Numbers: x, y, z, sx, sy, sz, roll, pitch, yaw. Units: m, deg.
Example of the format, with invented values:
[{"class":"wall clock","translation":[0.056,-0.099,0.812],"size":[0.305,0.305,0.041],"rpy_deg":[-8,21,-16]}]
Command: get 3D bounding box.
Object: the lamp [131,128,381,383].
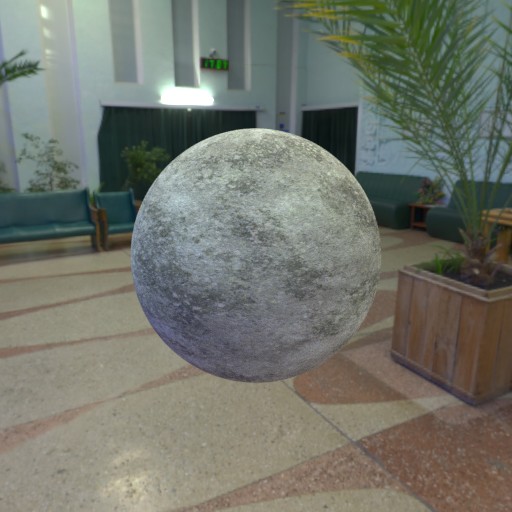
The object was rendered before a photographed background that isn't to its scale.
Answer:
[{"class":"lamp","translation":[0.000,0.000,0.775],"size":[0.422,0.429,0.422],"rpy_deg":[0,14,0]}]
